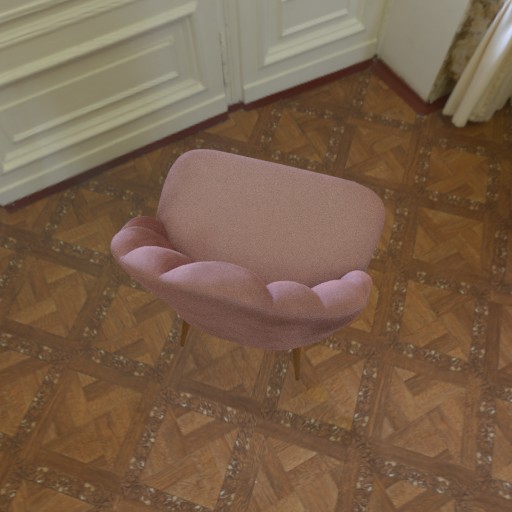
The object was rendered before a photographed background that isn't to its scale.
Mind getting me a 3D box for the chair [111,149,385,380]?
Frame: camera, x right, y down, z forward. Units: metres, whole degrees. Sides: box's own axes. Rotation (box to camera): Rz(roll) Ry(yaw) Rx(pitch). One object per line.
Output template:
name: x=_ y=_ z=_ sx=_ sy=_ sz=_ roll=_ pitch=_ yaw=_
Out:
chair: x=0.000 y=0.000 z=1.271 sx=0.657 sy=0.819 sz=0.599 roll=15 pitch=64 yaw=7
